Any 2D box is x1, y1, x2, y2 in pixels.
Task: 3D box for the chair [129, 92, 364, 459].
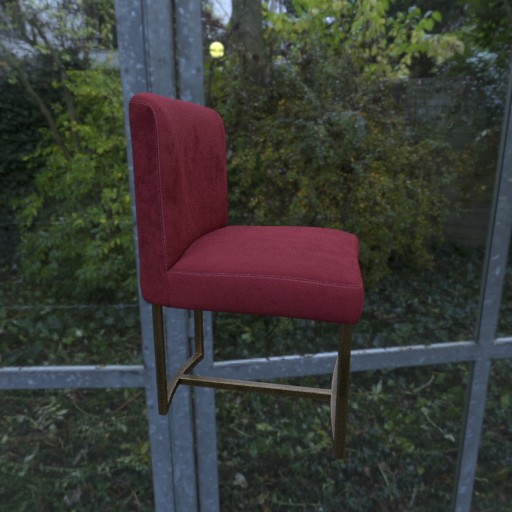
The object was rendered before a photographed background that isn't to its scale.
[{"bbox_3d":[0.000,0.000,1.207,0.560,0.824,0.530,3,15,11],"label":"chair"}]
